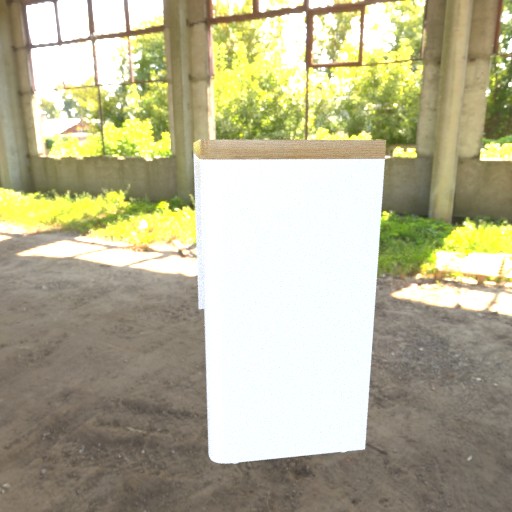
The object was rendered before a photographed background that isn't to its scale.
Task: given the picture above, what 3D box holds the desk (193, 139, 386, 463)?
[{"bbox_3d":[0.000,0.000,1.525,0.390,0.760,1.100,-2,14,-8],"label":"desk"}]
